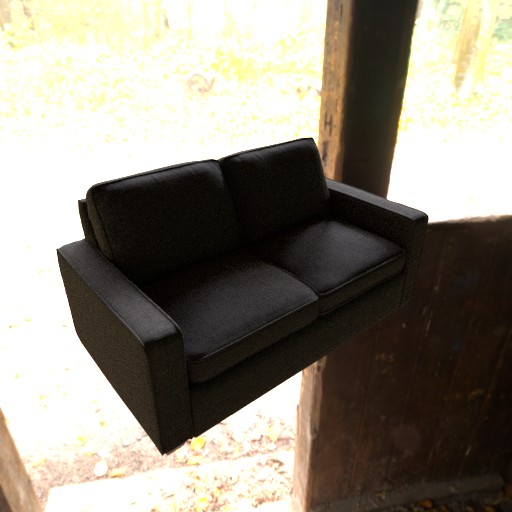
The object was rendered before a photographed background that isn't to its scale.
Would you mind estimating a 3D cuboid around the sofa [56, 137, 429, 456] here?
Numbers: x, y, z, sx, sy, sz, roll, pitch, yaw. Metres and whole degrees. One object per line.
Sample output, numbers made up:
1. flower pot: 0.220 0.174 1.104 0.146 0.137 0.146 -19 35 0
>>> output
1. sofa: 0.000 0.000 2.294 1.709 0.918 0.947 -22 36 -34
